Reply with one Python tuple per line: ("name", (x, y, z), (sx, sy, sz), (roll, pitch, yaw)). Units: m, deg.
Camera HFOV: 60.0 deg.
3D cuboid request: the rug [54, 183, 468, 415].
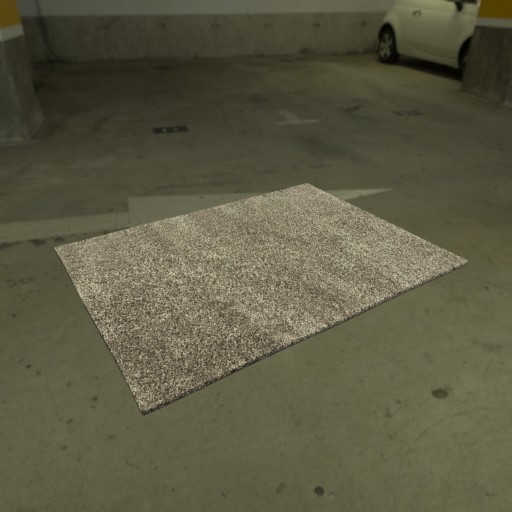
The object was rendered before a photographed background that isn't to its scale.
("rug", (0.000, 0.000, 2.138), (1.601, 0.025, 1.198), (-18, 35, -28))
